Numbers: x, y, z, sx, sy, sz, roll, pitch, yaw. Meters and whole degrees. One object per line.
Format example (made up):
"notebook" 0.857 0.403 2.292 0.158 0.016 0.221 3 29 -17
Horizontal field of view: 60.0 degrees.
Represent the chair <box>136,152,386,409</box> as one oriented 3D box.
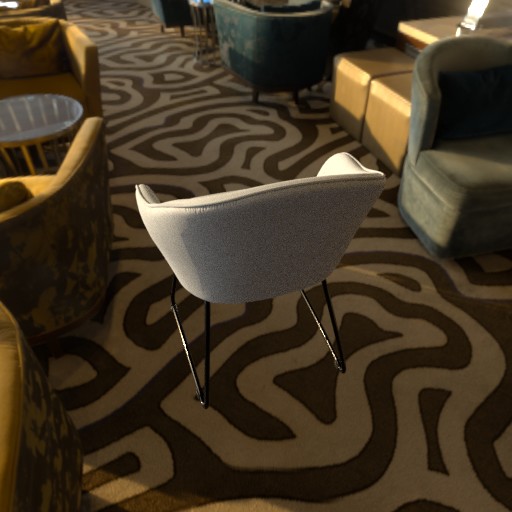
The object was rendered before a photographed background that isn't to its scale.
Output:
"chair" 0.000 0.000 1.233 0.570 0.817 0.592 -12 43 -13
